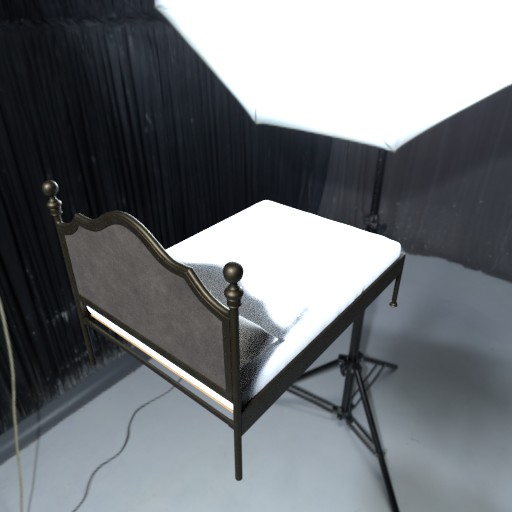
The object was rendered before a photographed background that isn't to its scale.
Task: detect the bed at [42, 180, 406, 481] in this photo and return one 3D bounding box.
[{"bbox_3d":[0.000,0.000,3.270,1.533,1.462,2.170,23,38,33],"label":"bed"}]
